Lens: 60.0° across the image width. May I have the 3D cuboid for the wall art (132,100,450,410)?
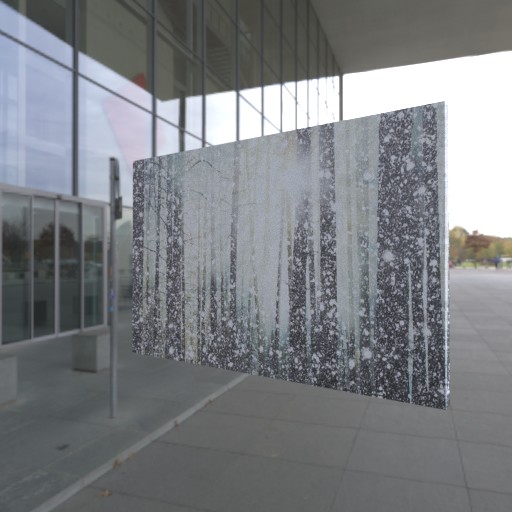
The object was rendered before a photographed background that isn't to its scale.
[{"bbox_3d":[0.000,0.000,1.135,0.919,0.598,0.038,0,-1,35],"label":"wall art"}]
